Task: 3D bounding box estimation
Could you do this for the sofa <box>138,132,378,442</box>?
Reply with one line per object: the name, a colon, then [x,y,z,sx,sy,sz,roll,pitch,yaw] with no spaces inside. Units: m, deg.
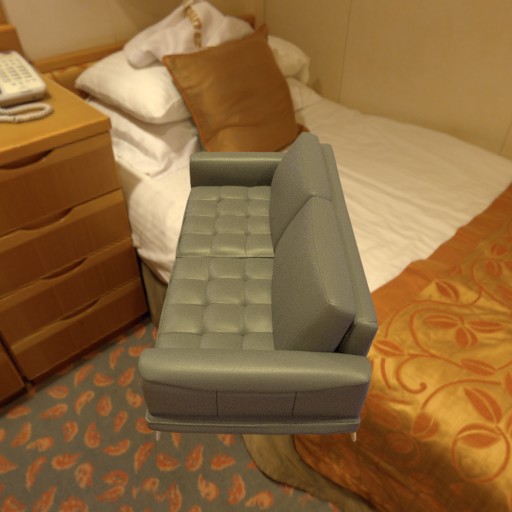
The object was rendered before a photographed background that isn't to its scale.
sofa: [0.000,0.000,2.857,1.121,0.930,2.177,0,41,0]
